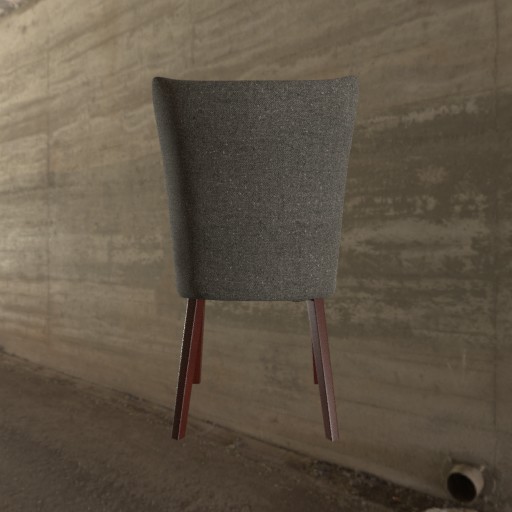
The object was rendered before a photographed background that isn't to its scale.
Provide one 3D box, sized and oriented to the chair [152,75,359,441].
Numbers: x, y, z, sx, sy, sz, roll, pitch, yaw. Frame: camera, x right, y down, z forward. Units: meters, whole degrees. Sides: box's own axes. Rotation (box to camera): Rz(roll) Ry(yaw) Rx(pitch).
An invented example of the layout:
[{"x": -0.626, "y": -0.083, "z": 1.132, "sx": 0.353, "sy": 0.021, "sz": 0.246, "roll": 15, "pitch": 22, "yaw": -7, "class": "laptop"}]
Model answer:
[{"x": 0.000, "y": 0.000, "z": 1.316, "sx": 0.535, "sy": 0.924, "sz": 0.623, "roll": 0, "pitch": 0, "yaw": 1, "class": "chair"}]
